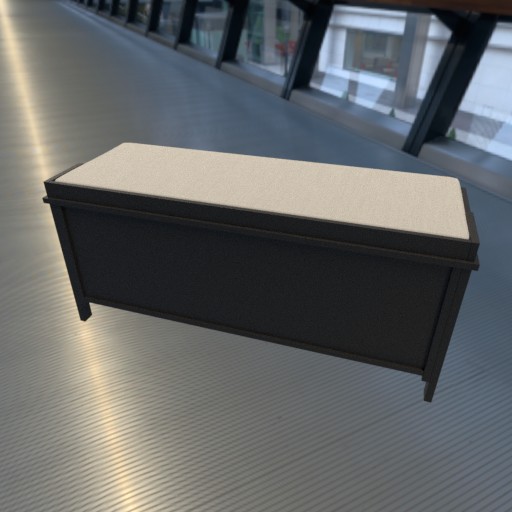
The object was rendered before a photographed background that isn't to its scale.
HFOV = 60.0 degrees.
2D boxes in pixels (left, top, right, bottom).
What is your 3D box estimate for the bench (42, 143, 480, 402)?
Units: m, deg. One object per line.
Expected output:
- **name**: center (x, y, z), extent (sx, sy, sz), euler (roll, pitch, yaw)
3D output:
- **bench**: center (0.000, 0.000, 1.370), extent (1.140, 0.501, 0.398), euler (10, 33, 15)
